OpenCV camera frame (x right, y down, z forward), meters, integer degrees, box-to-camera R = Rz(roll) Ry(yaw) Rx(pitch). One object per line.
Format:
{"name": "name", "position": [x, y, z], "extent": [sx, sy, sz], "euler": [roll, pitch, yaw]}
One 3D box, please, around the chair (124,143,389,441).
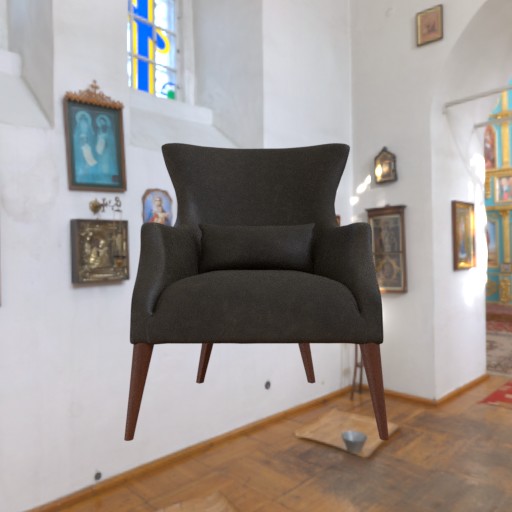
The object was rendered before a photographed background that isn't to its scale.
{"name": "chair", "position": [0.000, 0.000, 1.724], "extent": [0.819, 1.068, 0.954], "euler": [0, -1, 0]}
